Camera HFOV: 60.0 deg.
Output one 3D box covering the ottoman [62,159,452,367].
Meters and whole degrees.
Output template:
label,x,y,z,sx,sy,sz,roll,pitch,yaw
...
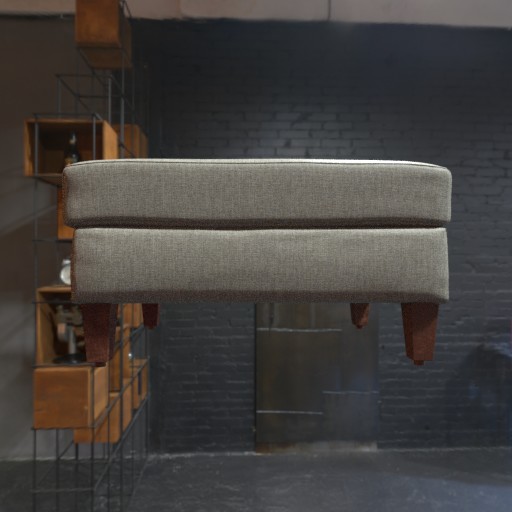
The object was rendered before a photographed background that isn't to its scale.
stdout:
label,x,y,z,sx,sy,sz,roll,pitch,yaw
ottoman,0.000,0.000,1.260,0.873,0.494,0.639,0,0,-1
